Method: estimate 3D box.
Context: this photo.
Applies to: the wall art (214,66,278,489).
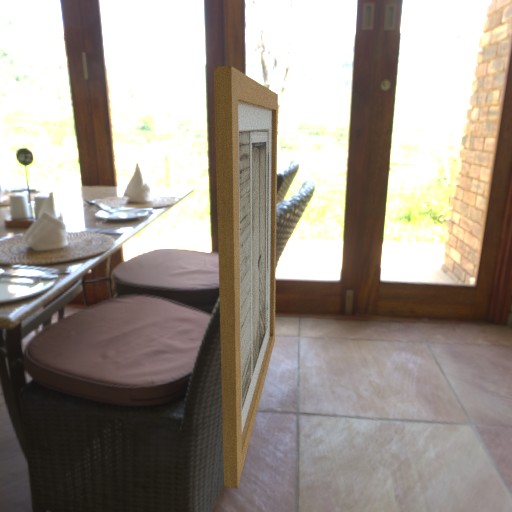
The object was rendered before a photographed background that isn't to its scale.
[{"bbox_3d":[0.000,0.000,0.775,0.020,0.561,0.460,3,17,9],"label":"wall art"}]
